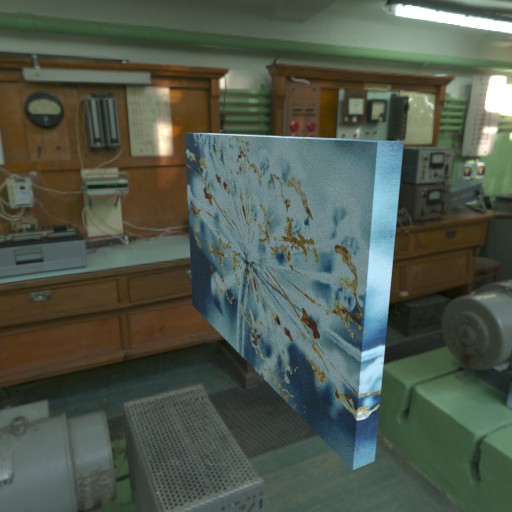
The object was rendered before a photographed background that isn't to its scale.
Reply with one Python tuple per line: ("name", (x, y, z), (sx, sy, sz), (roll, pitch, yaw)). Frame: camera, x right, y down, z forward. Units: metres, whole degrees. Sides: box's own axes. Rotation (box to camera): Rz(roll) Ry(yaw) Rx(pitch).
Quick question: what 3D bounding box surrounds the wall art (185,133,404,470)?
("wall art", (0.000, 0.000, 0.774), (0.036, 0.405, 0.607), (-8, 18, -26))
